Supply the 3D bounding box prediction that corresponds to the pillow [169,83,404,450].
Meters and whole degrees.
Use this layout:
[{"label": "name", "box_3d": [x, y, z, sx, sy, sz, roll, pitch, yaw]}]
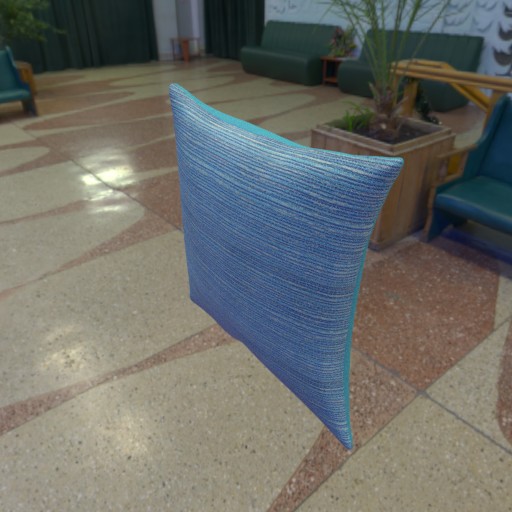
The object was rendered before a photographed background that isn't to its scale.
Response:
[{"label": "pillow", "box_3d": [0.000, 0.000, 0.770, 0.150, 0.497, 0.514, -22, 38, -31]}]
